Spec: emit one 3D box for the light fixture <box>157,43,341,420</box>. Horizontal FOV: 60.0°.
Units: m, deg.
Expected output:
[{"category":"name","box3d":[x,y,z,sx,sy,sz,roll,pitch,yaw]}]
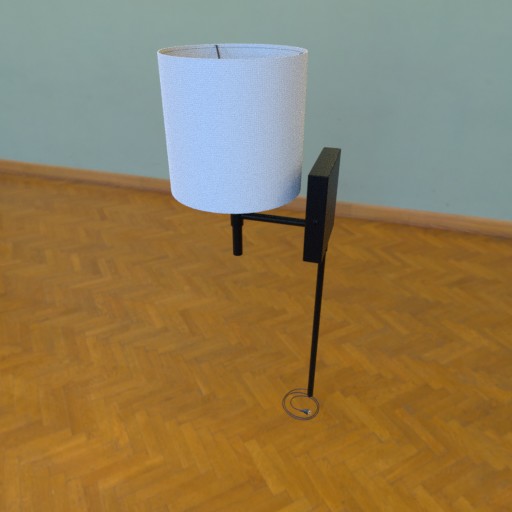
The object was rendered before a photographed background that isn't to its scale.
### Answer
[{"category":"light fixture","box3d":[0.000,0.000,0.699,0.248,0.589,0.188,8,31,14]}]
